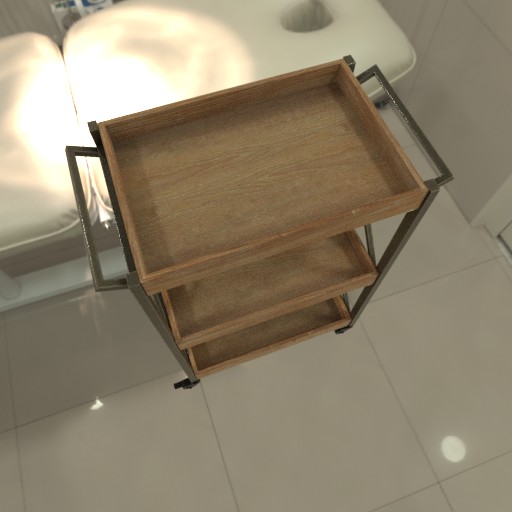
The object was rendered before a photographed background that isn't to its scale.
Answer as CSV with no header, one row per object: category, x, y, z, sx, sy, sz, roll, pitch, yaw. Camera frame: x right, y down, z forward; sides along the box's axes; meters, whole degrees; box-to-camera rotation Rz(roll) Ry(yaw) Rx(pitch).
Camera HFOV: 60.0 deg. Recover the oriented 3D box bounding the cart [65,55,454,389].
cart,0.000,0.000,1.190,0.673,0.835,0.377,-18,65,-9
